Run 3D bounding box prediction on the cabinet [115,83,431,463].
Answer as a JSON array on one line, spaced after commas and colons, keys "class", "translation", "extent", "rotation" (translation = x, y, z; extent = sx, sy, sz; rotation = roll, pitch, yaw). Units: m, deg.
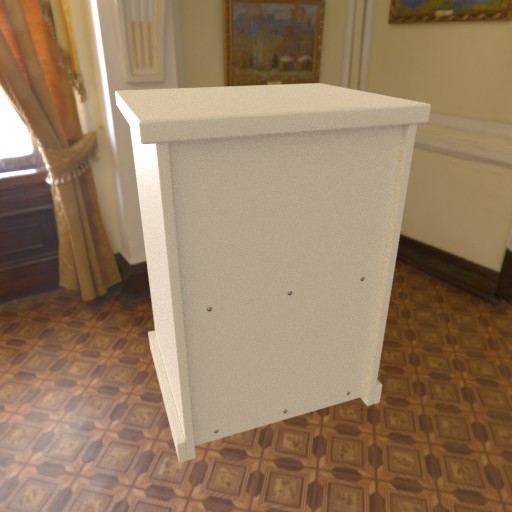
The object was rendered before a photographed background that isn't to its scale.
[{"class": "cabinet", "translation": [0.000, 0.000, 1.061], "extent": [0.520, 0.723, 0.431], "rotation": [-9, 28, -18]}]
